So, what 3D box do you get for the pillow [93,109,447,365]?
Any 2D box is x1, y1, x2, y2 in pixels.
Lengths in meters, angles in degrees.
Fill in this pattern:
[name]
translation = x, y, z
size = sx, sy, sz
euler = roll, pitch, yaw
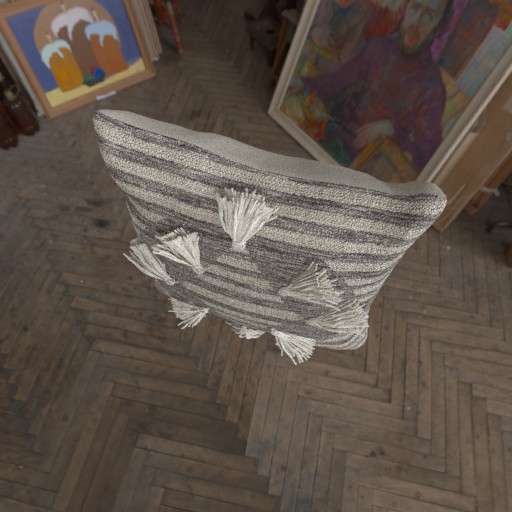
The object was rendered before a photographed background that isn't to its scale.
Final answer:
[pillow]
translation = 0.000, 0.000, 0.773
size = 0.484, 0.490, 0.234
euler = 16, 60, 9
